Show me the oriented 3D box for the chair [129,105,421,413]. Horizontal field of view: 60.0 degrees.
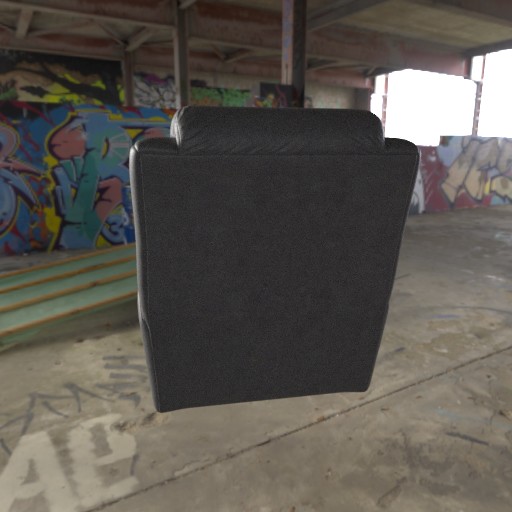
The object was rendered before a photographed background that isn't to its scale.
[{"bbox_3d":[0.000,0.000,1.865,0.967,1.116,1.068,-2,13,-10],"label":"chair"}]
